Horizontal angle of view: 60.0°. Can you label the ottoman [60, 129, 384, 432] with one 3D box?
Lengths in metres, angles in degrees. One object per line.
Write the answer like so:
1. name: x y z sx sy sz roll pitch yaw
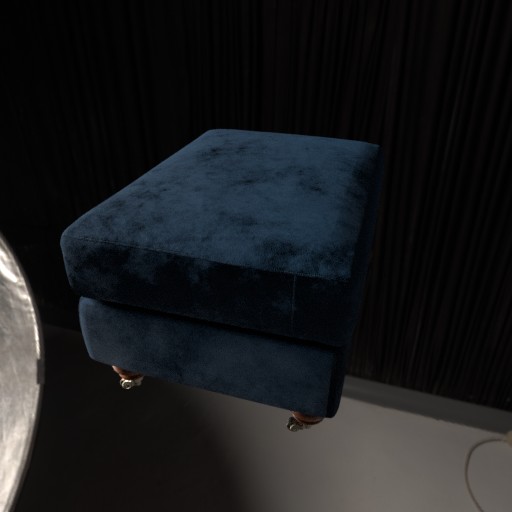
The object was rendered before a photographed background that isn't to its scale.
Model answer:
1. ottoman: 0.000 0.000 1.157 0.572 0.503 0.773 9 32 15
